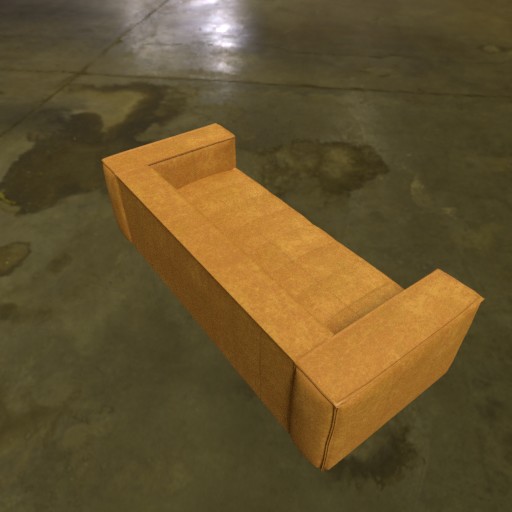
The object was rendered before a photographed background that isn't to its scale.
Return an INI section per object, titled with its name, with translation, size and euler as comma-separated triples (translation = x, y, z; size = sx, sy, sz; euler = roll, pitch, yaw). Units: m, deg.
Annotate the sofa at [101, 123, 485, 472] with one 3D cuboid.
[sofa]
translation = 0.000, 0.000, 3.015
size = 1.102, 0.701, 2.581
euler = -26, 48, -26
